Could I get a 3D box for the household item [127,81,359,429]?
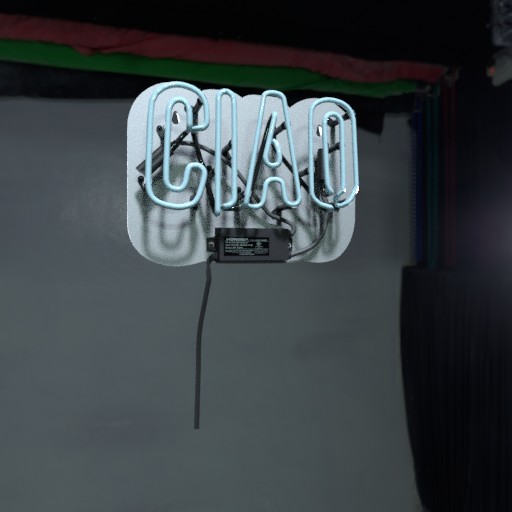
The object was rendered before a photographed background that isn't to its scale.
[{"bbox_3d":[0.000,0.000,0.382,0.211,0.294,0.042,0,1,-18],"label":"household item"}]
